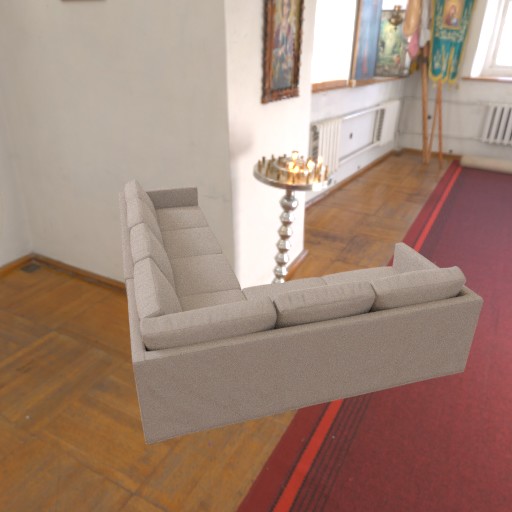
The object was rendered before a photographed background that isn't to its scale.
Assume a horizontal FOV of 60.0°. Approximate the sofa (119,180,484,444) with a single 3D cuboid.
[{"bbox_3d":[0.000,0.000,4.278,2.432,0.871,3.182,-8,28,-15],"label":"sofa"}]
